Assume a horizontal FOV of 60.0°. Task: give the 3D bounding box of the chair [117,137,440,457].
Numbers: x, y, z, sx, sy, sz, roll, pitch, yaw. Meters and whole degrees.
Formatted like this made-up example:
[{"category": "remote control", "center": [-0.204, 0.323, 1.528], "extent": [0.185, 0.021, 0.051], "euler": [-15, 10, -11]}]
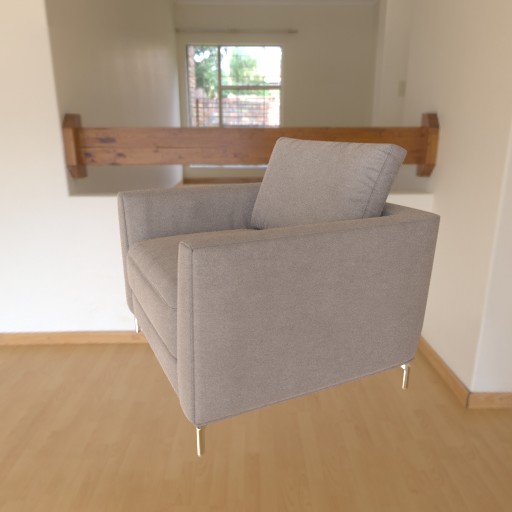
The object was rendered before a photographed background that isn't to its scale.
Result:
[{"category": "chair", "center": [0.000, 0.000, 1.702], "extent": [0.889, 0.864, 1.041], "euler": [-8, 18, -25]}]
